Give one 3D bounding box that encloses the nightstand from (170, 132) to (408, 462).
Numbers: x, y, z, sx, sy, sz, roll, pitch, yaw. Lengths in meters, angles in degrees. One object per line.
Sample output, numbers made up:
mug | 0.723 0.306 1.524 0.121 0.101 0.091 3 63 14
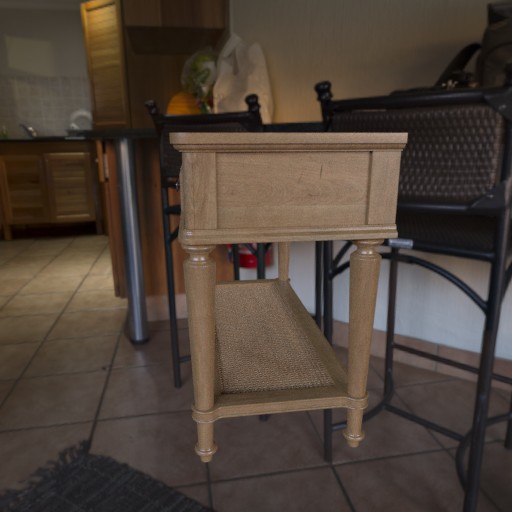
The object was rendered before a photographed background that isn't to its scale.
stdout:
nightstand | 0.000 0.000 1.312 0.432 0.700 0.914 -2 16 -8
